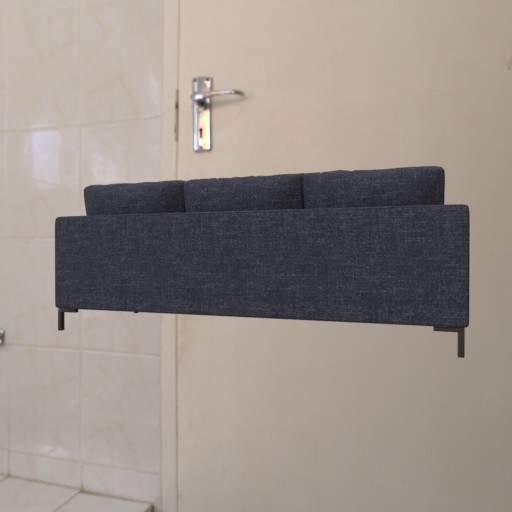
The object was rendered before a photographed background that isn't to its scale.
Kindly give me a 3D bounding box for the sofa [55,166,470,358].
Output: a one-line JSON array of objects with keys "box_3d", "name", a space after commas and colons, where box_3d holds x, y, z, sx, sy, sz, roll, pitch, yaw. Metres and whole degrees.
[{"box_3d": [0.000, 0.000, 2.650, 2.218, 0.874, 0.859, 0, 1, 18], "name": "sofa"}]
